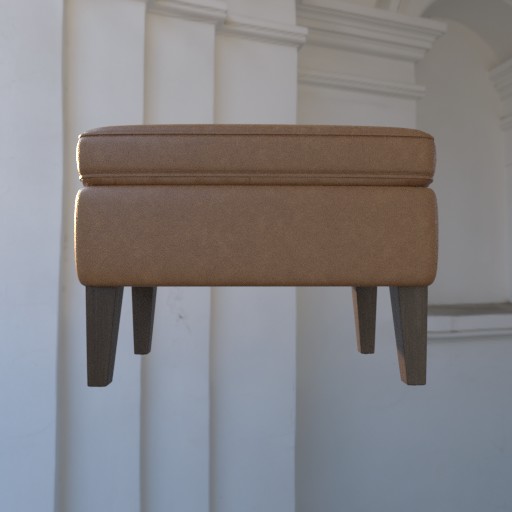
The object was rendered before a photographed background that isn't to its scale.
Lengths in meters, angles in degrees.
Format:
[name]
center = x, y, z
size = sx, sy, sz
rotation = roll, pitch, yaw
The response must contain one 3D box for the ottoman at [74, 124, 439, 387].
[ottoman]
center = 0.000, 0.000, 0.964
size = 0.670, 0.480, 0.420
rotation = 0, -3, -1
